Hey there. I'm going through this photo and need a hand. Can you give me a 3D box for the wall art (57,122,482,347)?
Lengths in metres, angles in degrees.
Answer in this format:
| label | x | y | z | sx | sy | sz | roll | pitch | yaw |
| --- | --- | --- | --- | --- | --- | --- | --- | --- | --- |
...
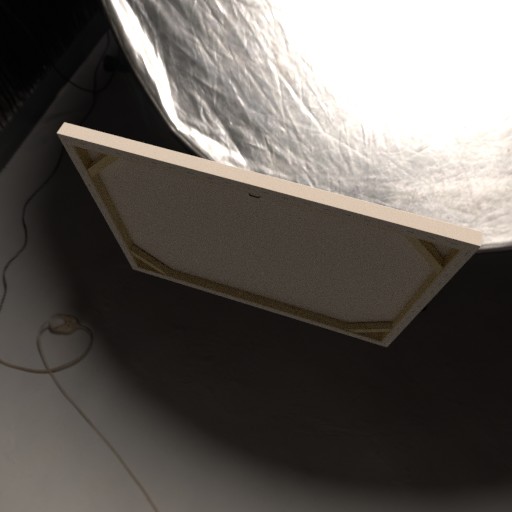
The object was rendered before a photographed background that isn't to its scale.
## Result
| label | x | y | z | sx | sy | sz | roll | pitch | yaw |
| --- | --- | --- | --- | --- | --- | --- | --- | --- | --- |
| wall art | 0.000 | 0.000 | 1.358 | 1.016 | 0.762 | 0.038 | 16 | 64 | 8 |
